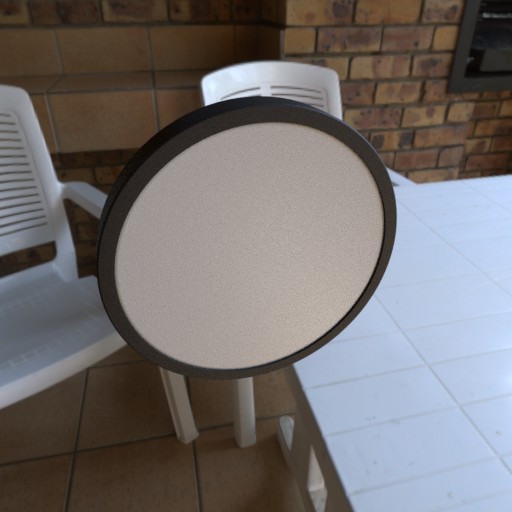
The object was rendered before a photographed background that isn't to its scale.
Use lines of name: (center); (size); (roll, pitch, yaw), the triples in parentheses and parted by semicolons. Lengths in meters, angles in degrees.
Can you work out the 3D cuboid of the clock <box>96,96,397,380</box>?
clock: (0.000, 0.000, 0.432); (0.293, 0.293, 0.040); (-10, 32, -15)
